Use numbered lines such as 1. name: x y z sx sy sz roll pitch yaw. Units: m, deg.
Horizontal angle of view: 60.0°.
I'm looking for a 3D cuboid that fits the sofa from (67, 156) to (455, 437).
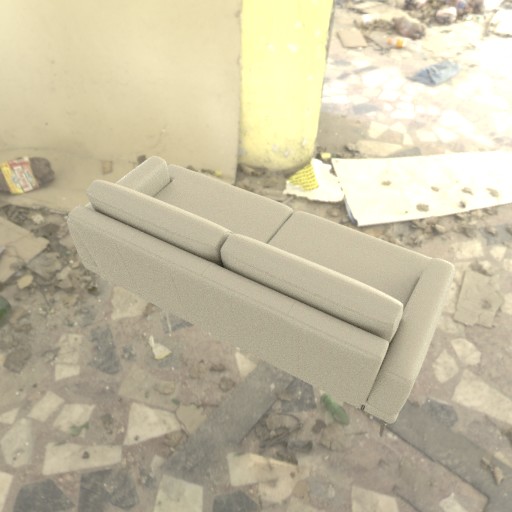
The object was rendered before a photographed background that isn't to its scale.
1. sofa: 0.000 0.000 2.419 1.940 0.765 0.974 23 50 21
